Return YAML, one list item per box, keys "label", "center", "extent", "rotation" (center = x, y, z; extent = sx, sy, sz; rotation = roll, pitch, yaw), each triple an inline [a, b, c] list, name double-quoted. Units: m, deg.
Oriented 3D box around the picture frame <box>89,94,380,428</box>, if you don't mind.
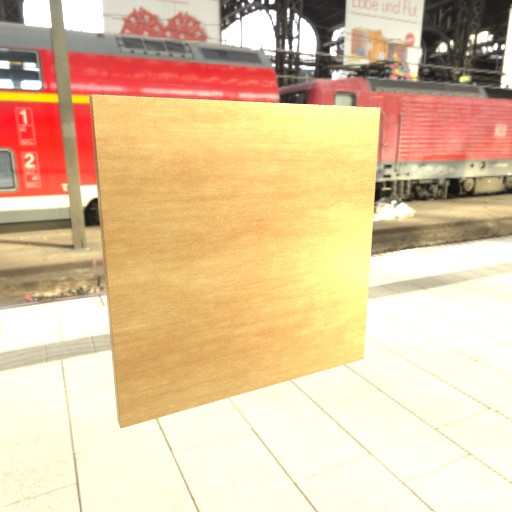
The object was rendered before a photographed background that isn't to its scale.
- label: "picture frame"
  center: [0.000, 0.000, 1.161]
  extent: [0.758, 0.761, 0.037]
  rotation: [-8, 16, -27]
